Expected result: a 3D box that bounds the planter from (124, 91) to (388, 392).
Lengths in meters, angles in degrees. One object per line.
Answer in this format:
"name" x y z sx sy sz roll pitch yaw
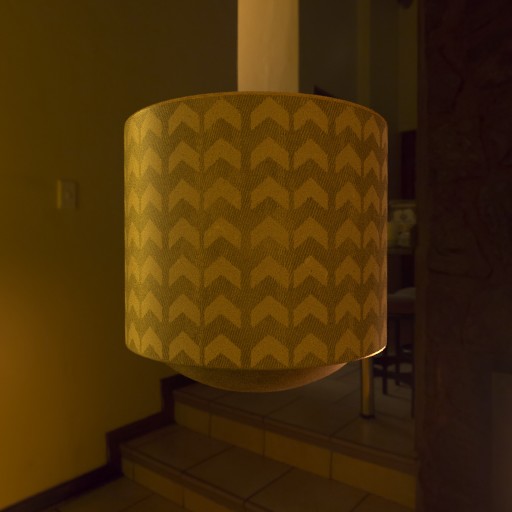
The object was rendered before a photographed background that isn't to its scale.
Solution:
"planter" 0.000 0.000 0.441 0.250 0.239 0.250 0 1 0
